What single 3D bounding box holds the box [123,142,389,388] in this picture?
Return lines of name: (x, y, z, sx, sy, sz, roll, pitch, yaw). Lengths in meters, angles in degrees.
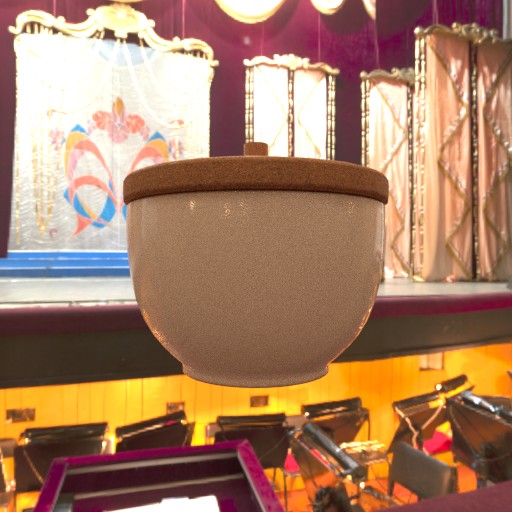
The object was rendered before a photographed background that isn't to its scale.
box: (0.000, 0.000, 0.187, 0.107, 0.094, 0.107, 0, 0, 0)
